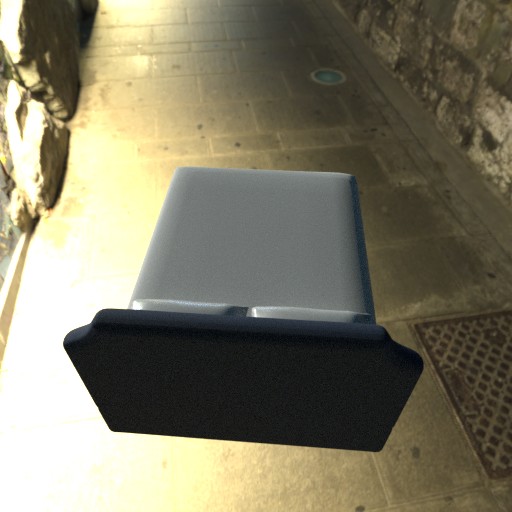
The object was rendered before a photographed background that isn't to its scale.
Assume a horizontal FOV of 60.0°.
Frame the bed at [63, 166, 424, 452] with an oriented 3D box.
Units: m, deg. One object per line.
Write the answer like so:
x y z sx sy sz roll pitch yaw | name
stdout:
0.000 0.000 3.270 1.831 1.297 2.260 3 46 3 | bed
